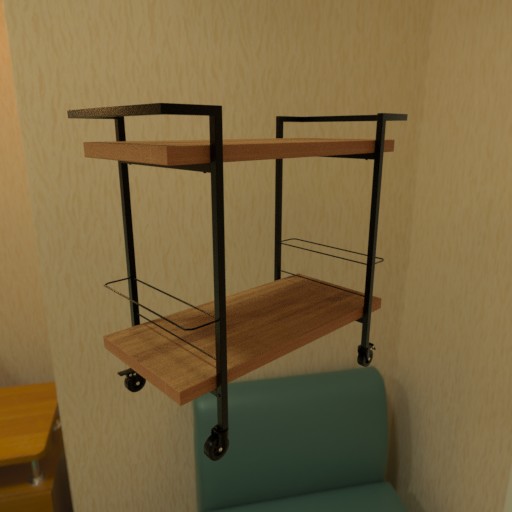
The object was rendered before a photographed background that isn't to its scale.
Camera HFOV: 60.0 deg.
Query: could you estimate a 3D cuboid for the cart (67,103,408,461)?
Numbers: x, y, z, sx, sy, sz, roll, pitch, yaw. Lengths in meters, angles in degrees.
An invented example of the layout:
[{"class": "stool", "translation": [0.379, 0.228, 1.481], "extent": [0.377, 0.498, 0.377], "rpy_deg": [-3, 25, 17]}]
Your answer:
[{"class": "cart", "translation": [0.000, 0.000, 1.236], "extent": [0.806, 0.762, 0.406], "rpy_deg": [-14, 21, -41]}]
